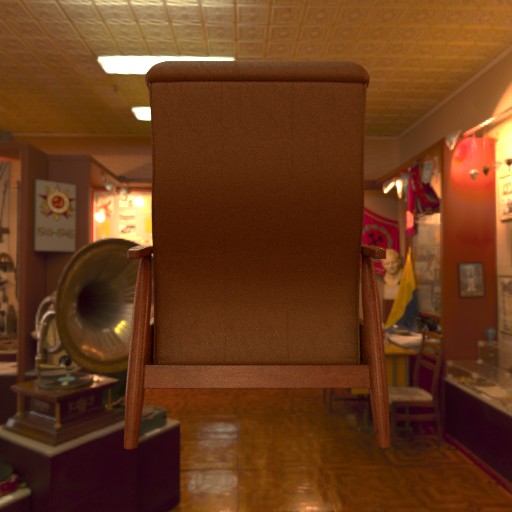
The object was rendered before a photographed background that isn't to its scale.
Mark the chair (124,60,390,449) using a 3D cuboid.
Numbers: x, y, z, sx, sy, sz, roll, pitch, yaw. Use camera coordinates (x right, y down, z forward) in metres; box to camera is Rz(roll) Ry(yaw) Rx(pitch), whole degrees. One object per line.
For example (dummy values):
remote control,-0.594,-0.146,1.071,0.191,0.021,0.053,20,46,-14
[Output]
chair,0.000,0.000,1.715,0.762,1.082,1.014,0,-2,0
